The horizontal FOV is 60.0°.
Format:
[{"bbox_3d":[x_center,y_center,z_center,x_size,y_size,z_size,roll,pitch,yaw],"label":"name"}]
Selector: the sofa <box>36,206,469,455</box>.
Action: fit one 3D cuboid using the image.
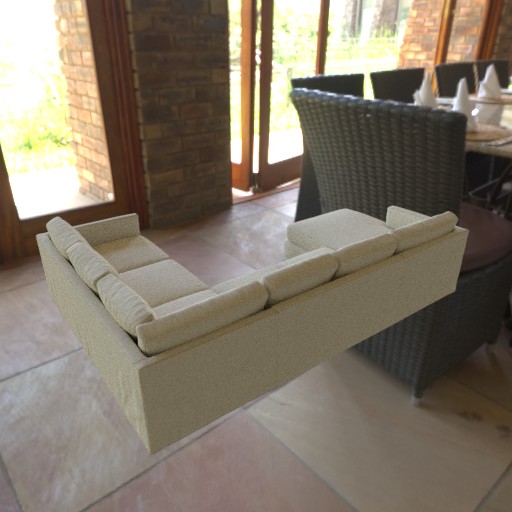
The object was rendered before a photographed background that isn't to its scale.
[{"bbox_3d":[0.000,0.000,4.391,3.464,0.882,2.448,-19,32,-33],"label":"sofa"}]
